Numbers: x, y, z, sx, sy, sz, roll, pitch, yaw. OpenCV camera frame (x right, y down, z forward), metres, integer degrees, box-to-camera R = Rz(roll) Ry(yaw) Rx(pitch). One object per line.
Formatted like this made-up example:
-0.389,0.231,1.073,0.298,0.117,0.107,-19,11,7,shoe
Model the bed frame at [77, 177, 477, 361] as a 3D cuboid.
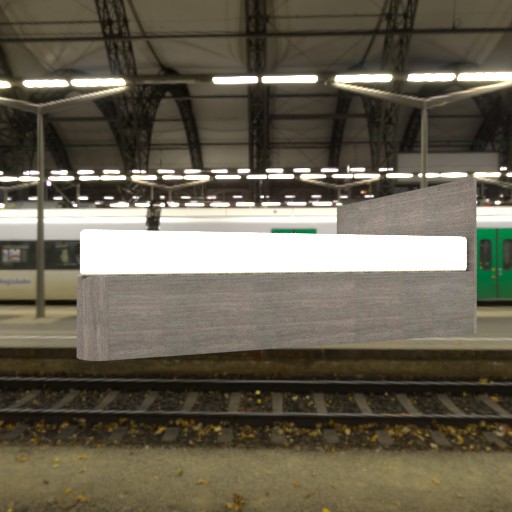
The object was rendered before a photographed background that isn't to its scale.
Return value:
0.000,0.000,2.614,1.900,0.800,1.400,0,0,-19,bed frame
